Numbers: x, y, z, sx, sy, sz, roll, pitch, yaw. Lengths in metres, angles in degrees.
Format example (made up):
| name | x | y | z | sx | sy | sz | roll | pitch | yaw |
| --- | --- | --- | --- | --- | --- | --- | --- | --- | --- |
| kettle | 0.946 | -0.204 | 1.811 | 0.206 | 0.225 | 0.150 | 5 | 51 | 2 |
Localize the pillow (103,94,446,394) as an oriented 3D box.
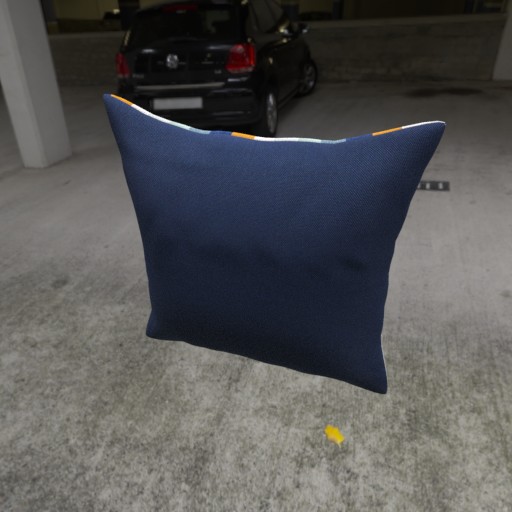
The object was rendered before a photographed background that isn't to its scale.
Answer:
| name | x | y | z | sx | sy | sz | roll | pitch | yaw |
| --- | --- | --- | --- | --- | --- | --- | --- | --- | --- |
| pillow | 0.000 | 0.000 | 0.691 | 0.463 | 0.454 | 0.173 | 10 | 33 | 16 |
